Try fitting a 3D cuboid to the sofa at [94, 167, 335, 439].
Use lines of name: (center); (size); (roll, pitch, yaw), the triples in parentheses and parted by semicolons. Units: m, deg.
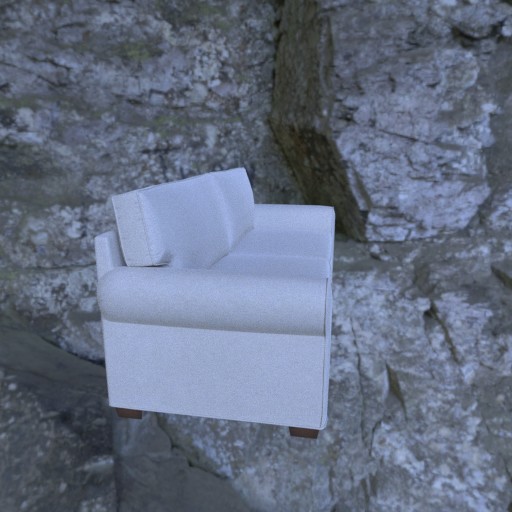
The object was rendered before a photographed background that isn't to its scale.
sofa: (0.000, 0.000, 2.611); (0.901, 0.962, 2.146); (2, 14, 10)
